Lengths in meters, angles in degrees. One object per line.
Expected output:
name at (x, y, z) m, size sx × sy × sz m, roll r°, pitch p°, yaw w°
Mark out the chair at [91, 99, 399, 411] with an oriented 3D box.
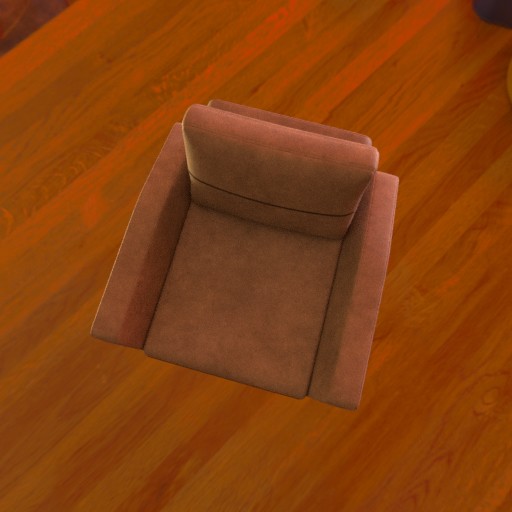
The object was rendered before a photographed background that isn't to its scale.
chair at (0.000, 0.000, 1.629) m, size 0.900 × 0.800 × 0.900 m, roll 15°, pitch 76°, yaw 4°
